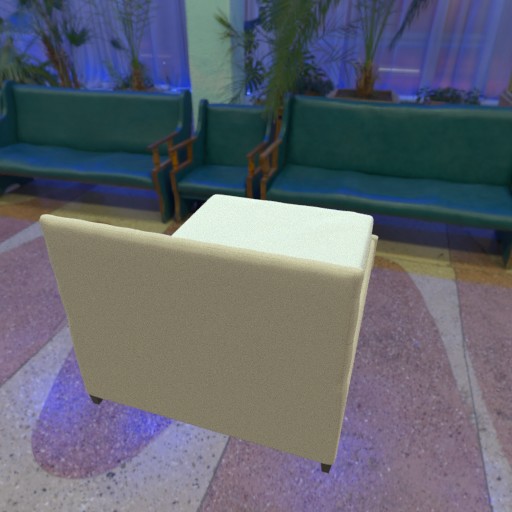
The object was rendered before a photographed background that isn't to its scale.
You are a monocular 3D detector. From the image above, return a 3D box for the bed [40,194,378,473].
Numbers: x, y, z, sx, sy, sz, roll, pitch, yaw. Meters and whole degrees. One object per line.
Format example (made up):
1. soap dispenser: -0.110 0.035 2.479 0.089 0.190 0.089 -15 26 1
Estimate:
1. bed: 0.000 0.000 3.340 1.696 1.426 2.233 10 33 16
